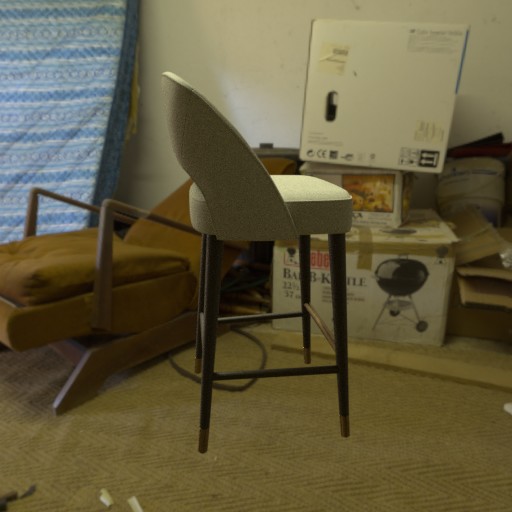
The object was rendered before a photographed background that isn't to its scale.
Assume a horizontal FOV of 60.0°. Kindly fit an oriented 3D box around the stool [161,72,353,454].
[{"bbox_3d":[0.000,0.000,1.362,0.509,1.037,0.494,-3,17,-9],"label":"stool"}]
